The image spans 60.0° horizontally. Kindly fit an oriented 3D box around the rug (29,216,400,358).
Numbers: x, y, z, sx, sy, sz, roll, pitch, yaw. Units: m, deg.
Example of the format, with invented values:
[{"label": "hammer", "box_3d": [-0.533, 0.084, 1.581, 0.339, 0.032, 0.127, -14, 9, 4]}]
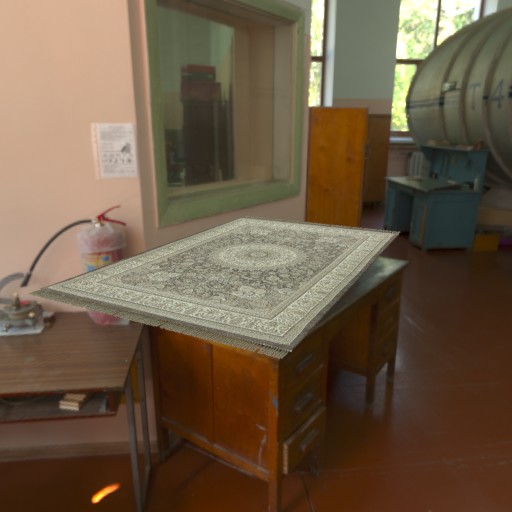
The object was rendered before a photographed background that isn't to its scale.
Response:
[{"label": "rug", "box_3d": [0.000, 0.000, 4.341, 2.143, 0.015, 3.422, 8, 18, 26]}]
